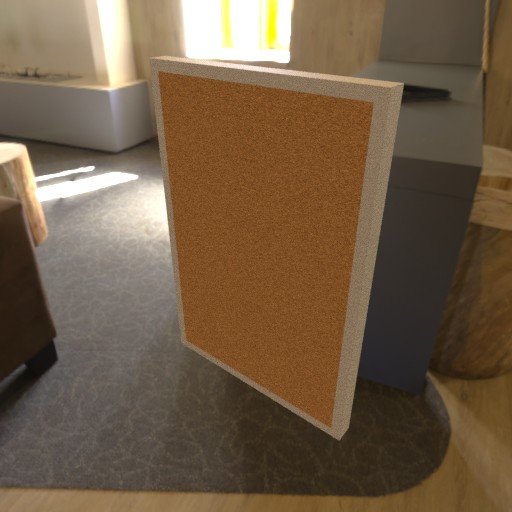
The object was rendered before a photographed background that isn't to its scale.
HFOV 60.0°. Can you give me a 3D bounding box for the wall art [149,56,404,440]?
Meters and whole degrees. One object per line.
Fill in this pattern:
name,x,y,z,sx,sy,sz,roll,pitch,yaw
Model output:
wall art,0.000,0.000,0.836,0.450,0.657,0.038,22,37,33
